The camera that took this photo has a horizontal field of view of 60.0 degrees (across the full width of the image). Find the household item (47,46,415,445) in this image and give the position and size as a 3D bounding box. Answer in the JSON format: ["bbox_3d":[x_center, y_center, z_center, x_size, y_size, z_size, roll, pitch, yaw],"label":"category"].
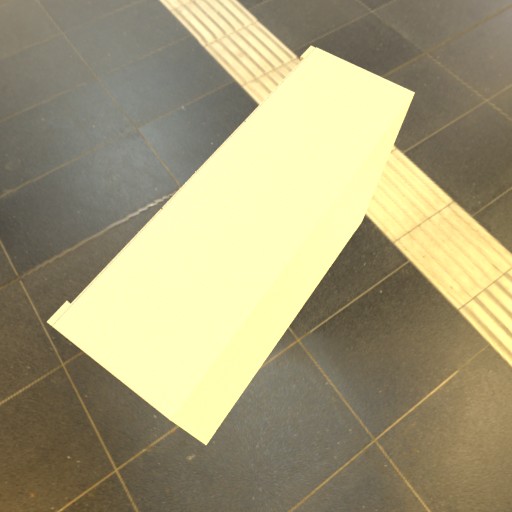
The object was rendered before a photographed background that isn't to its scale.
[{"bbox_3d":[0.000,0.000,1.725,0.420,0.867,1.300,32,68,15],"label":"household item"}]
